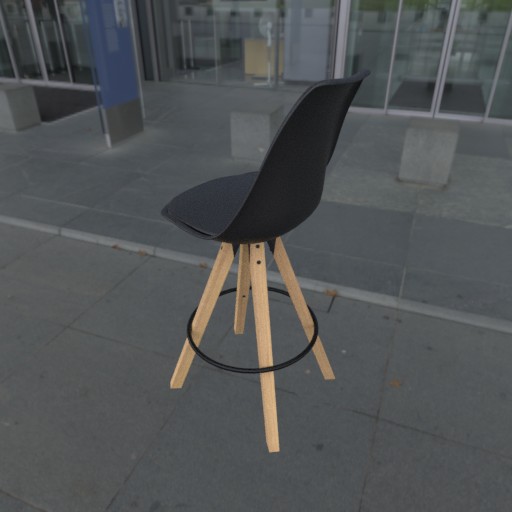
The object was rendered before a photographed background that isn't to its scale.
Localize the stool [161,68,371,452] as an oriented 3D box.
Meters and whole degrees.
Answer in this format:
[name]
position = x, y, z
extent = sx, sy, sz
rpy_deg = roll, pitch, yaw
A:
[stool]
position = 0.000, 0.000, 1.388
extent = 0.550, 1.115, 0.485
rpy_deg = 21, 37, 30
